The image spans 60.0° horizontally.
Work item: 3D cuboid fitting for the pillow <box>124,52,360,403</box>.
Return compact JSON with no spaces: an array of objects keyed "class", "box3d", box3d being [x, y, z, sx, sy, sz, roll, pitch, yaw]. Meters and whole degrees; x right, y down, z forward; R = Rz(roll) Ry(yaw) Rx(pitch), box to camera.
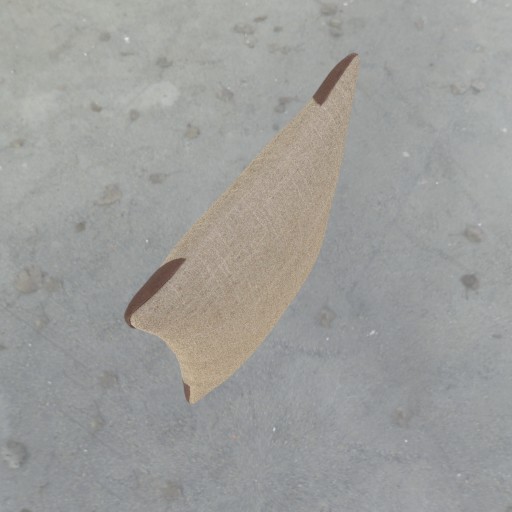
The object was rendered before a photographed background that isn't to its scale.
[{"class":"pillow","box3d":[0.000,0.000,0.678,0.147,0.448,0.437,30,67,14]}]
